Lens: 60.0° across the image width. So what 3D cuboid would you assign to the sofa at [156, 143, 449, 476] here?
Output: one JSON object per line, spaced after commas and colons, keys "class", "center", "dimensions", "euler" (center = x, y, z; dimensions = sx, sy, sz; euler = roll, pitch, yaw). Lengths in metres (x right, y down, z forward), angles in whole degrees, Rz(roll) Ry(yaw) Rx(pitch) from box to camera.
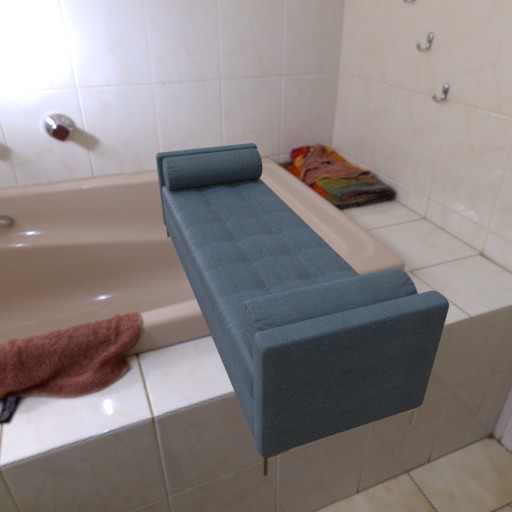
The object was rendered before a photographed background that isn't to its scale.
{"class": "sofa", "center": [0.000, 0.000, 2.336], "dimensions": [0.686, 0.635, 1.981], "euler": [-10, 32, -17]}
